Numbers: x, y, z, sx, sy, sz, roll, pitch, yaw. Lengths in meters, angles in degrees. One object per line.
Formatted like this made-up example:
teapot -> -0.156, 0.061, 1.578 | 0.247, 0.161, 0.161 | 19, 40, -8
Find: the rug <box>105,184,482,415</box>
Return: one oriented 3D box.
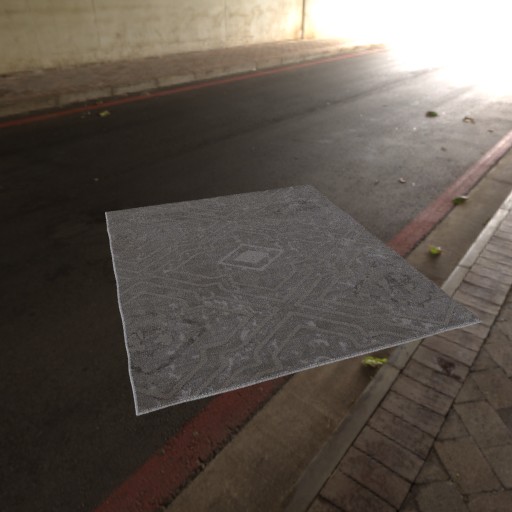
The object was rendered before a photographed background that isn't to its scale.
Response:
rug -> 0.000, 0.000, 0.893 | 0.548, 0.006, 0.639 | -10, 32, -17
